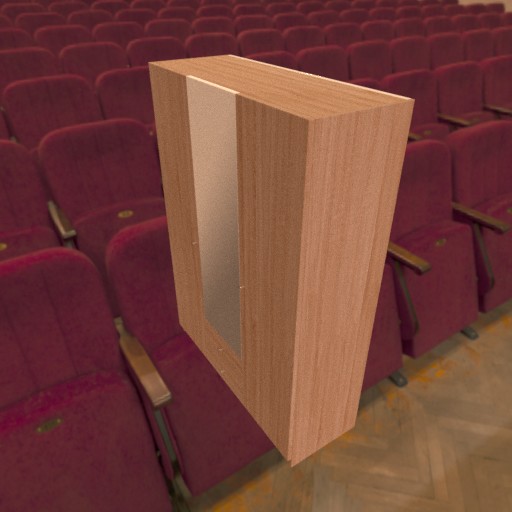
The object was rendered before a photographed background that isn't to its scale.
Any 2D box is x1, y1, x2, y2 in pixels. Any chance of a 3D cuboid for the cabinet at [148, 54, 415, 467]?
[{"bbox_3d":[0.000,0.000,2.796,0.590,2.120,1.500,-19,37,-28],"label":"cabinet"}]
